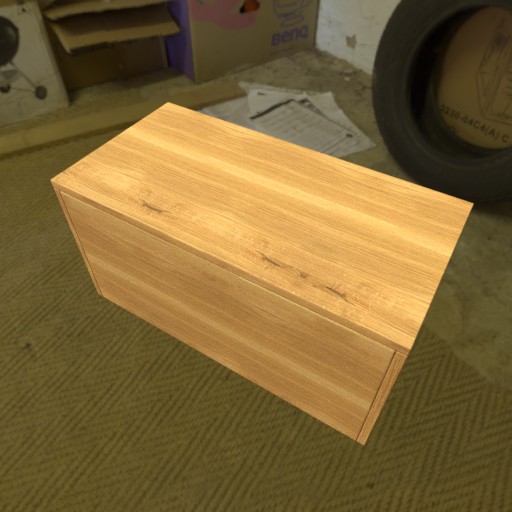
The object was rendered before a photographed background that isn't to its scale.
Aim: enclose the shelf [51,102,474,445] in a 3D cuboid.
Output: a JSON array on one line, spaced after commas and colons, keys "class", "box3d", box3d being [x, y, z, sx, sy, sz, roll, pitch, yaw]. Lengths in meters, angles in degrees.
[{"class": "shelf", "box3d": [0.000, 0.000, 1.077, 0.800, 0.400, 0.400, 24, 52, 21]}]
